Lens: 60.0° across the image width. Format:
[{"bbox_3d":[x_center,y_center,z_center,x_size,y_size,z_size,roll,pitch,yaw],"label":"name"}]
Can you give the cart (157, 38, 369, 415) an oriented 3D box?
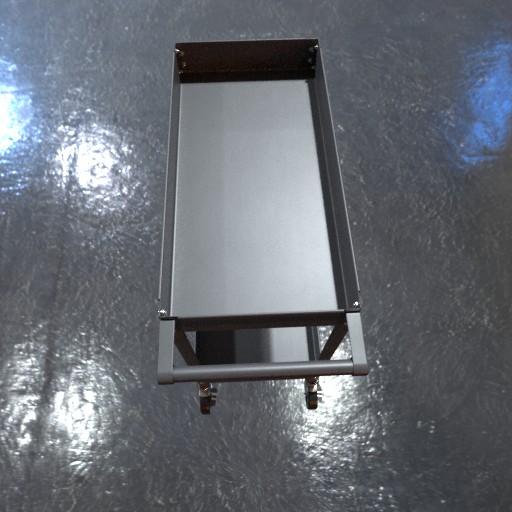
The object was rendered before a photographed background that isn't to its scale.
[{"bbox_3d":[0.000,0.000,1.175,0.366,0.719,0.779,-2,63,-1],"label":"cart"}]
